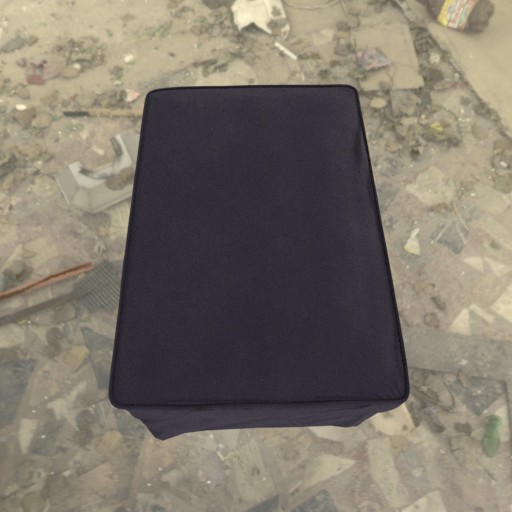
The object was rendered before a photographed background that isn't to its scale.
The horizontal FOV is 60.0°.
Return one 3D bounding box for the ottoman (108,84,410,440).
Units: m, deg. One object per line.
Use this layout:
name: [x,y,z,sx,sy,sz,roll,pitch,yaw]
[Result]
ottoman: [0.000,0.000,1.269,0.637,0.503,0.938,-1,63,-1]
